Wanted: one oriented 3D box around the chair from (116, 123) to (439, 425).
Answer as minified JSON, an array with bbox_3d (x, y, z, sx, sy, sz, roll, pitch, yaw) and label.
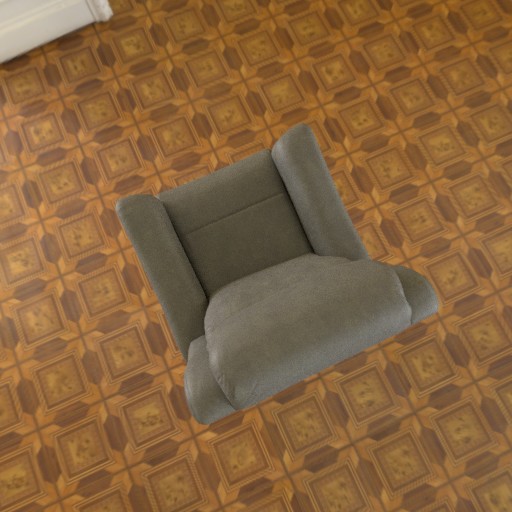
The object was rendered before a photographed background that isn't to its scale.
[{"bbox_3d":[0.000,0.000,1.953,0.965,1.116,1.068,-24,77,-6],"label":"chair"}]
